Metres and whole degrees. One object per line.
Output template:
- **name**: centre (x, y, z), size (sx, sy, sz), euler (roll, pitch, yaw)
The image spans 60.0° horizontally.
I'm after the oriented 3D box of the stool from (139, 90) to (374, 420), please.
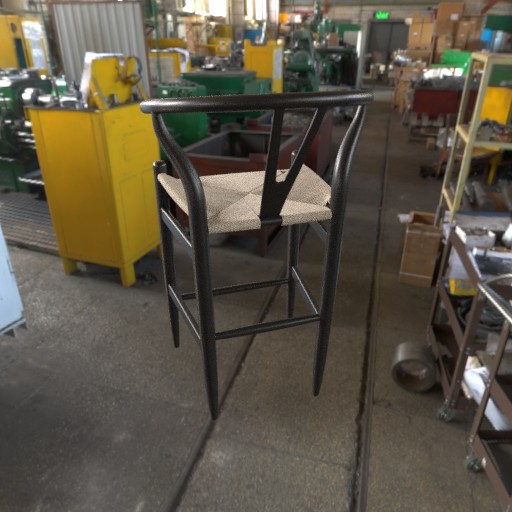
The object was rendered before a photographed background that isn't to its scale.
- **stool**: centre (0.000, 0.000, 1.311), size (0.569, 0.970, 0.579), euler (-8, 28, -16)
